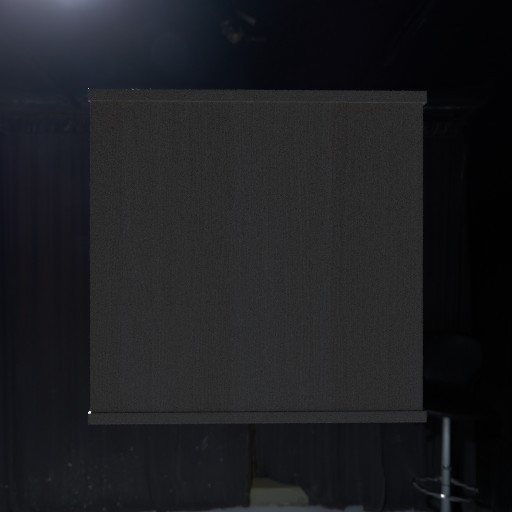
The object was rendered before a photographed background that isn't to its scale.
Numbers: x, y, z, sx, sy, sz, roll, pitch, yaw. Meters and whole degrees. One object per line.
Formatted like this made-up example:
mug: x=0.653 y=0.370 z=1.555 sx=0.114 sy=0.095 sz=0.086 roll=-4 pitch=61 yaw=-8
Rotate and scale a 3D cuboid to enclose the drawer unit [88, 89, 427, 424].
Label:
drawer unit: x=0.000 y=0.000 z=0.601 sx=0.349 sy=0.344 sz=0.290 roll=0 pitch=0 yaw=-1
